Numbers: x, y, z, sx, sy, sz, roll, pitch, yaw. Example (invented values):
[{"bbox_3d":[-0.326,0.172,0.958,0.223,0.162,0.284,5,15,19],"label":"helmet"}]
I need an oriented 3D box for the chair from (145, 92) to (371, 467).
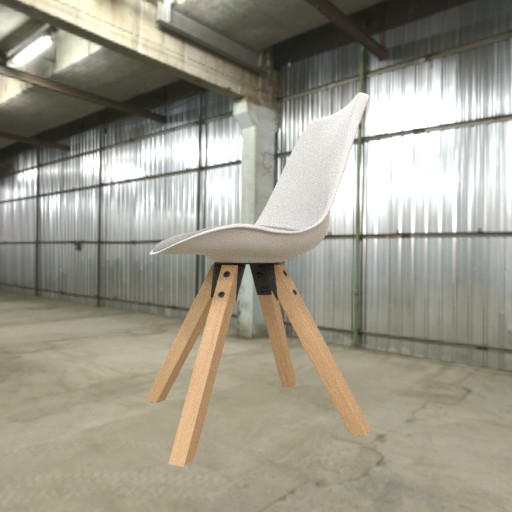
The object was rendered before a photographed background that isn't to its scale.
[{"bbox_3d":[0.000,0.000,1.180,0.550,0.850,0.485,0,0,-20],"label":"chair"}]
